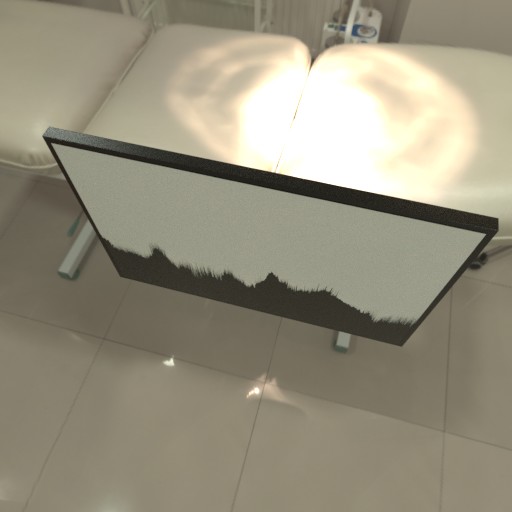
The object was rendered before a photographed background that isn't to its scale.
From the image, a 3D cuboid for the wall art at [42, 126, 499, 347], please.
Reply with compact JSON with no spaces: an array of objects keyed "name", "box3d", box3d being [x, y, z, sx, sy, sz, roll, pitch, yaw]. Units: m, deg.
[{"name":"wall art","box3d":[0.000,0.000,0.816,0.659,0.446,0.022,13,60,8]}]
